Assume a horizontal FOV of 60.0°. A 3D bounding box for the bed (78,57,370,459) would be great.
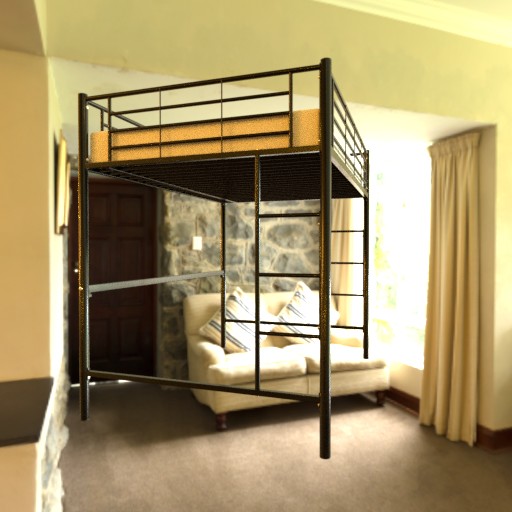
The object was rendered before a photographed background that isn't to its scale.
[{"bbox_3d":[0.000,0.000,3.147,1.397,1.803,1.994,0,1,19],"label":"bed"}]
